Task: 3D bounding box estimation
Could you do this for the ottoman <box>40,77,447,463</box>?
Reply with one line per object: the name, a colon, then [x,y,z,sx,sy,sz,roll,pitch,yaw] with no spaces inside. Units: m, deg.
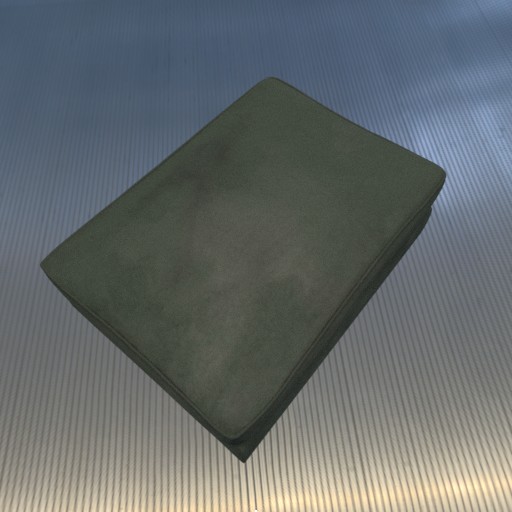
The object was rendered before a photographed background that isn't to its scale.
ottoman: [0.000,0.000,1.243,0.632,0.495,0.864,36,66,19]
